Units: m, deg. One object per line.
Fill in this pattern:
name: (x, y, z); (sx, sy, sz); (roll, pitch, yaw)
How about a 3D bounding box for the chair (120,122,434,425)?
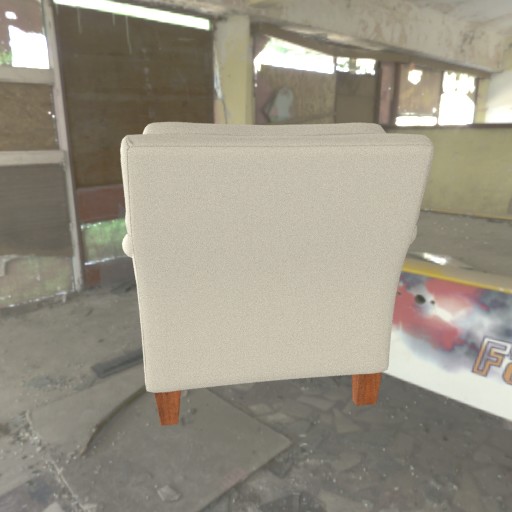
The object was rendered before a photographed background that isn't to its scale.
chair: (0.000, 0.000, 1.818); (0.955, 1.038, 1.070); (-3, 16, -9)
